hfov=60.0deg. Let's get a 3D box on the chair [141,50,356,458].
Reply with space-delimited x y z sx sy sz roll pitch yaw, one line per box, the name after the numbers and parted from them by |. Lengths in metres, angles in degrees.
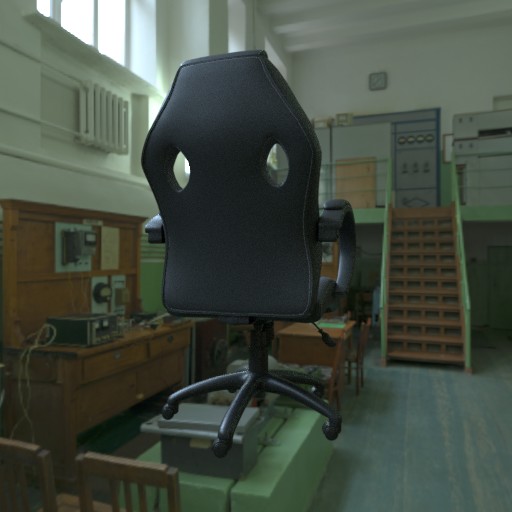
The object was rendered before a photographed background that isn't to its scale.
0.000 0.000 1.612 0.673 1.187 0.724 0 0 18 | chair
